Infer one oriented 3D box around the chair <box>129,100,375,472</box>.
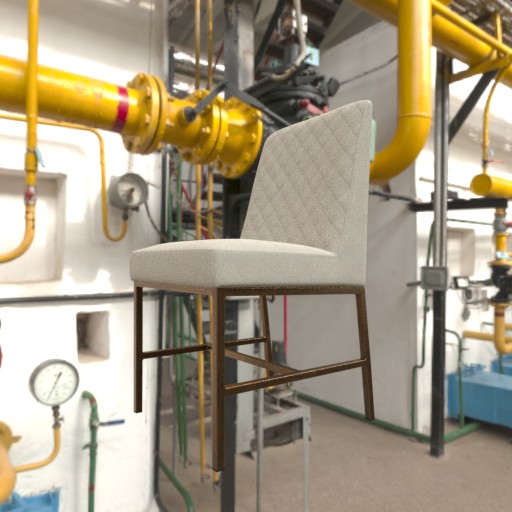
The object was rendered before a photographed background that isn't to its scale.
[{"bbox_3d":[0.000,0.000,1.311,0.597,0.933,0.503,0,-1,-37],"label":"chair"}]
